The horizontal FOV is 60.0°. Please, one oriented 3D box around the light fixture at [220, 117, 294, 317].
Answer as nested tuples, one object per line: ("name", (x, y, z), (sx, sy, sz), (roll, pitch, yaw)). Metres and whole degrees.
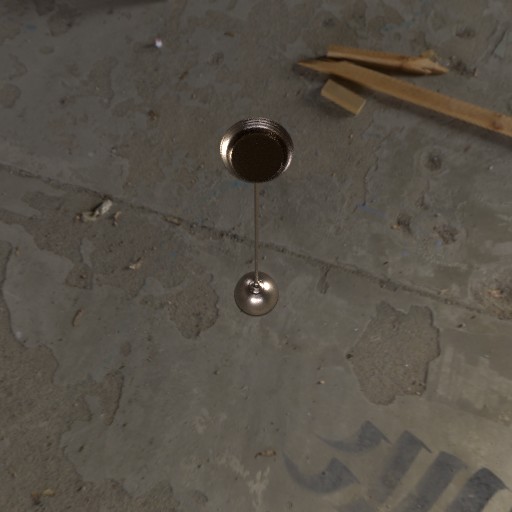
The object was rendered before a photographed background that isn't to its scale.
("light fixture", (0.000, 0.000, 1.438), (0.211, 1.367, 0.217), (37, 77, 10))
